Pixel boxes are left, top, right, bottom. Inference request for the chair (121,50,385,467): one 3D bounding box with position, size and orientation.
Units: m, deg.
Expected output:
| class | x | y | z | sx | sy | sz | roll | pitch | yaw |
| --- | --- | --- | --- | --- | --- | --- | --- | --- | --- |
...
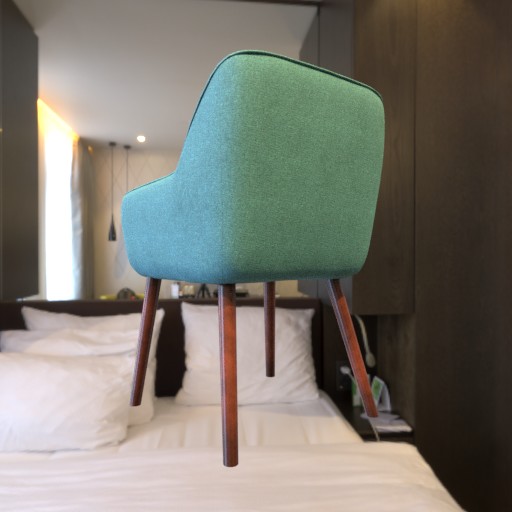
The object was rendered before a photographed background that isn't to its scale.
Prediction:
| class | x | y | z | sx | sy | sz | roll | pitch | yaw |
| --- | --- | --- | --- | --- | --- | --- | --- | --- | --- |
| chair | 0.000 | 0.000 | 1.150 | 0.543 | 0.803 | 0.519 | 0 | 0 | -37 |
